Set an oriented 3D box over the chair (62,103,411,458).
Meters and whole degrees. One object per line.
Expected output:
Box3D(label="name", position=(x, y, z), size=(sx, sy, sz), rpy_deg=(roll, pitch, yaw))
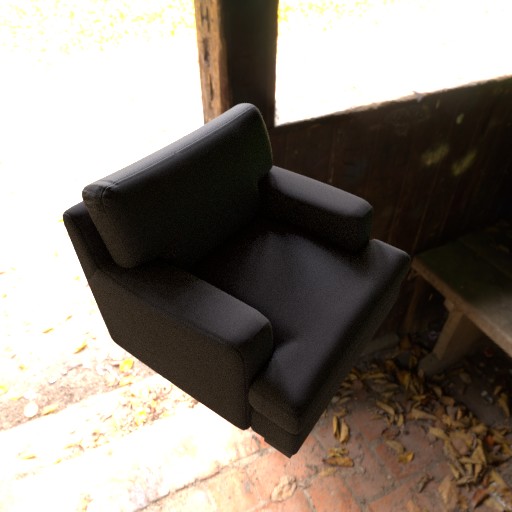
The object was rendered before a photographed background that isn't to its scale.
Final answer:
Box3D(label="chair", position=(0.000, 0.000, 2.036), size=(1.143, 0.940, 1.168), rpy_deg=(25, 47, 26))
